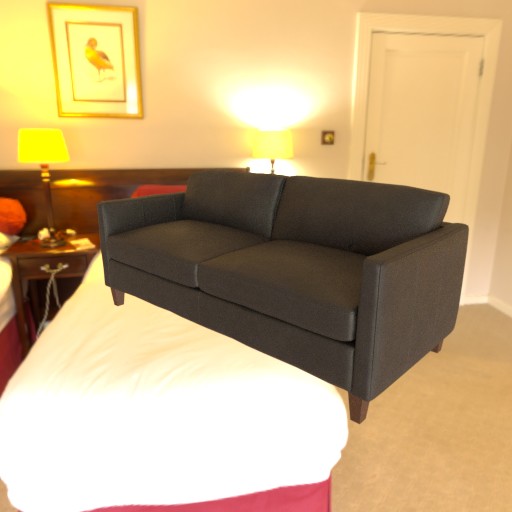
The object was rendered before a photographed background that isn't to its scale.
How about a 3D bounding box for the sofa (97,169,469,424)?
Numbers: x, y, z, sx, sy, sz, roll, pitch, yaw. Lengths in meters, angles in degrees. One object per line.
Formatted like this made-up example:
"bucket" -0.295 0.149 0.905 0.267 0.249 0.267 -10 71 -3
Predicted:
"sofa" 0.000 0.000 2.496 1.971 0.863 0.933 14 21 41
